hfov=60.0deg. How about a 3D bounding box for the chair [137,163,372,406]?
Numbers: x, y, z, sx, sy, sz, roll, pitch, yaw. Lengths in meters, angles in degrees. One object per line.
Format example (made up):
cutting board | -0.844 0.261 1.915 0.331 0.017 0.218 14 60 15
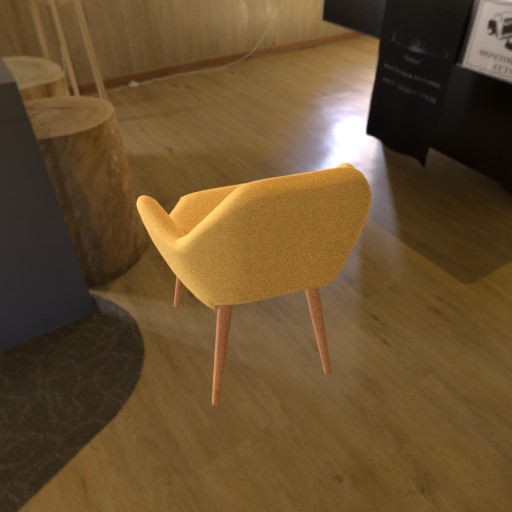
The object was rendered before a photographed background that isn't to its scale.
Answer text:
chair | 0.000 0.000 1.263 0.590 0.840 0.610 -11 42 -13
